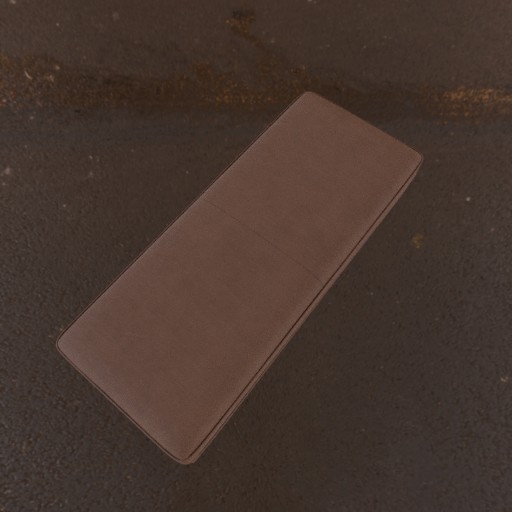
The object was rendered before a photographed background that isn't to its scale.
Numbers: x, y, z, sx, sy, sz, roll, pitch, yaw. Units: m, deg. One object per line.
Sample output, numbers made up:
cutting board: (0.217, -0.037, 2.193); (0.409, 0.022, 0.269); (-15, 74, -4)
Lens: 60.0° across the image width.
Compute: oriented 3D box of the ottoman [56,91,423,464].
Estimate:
ottoman: (0.000, 0.000, 2.105); (0.751, 0.470, 1.764); (36, 70, 15)
